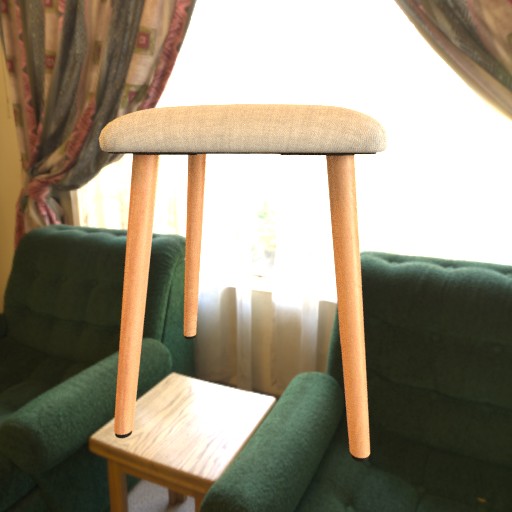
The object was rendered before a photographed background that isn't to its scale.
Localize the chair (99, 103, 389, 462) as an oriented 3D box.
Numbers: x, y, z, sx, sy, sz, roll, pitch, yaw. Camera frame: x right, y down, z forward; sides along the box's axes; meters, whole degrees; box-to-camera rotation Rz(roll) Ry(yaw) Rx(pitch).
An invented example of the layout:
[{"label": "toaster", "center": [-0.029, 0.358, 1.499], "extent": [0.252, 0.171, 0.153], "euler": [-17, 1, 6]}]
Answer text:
[{"label": "chair", "center": [0.000, 0.000, 0.690], "extent": [0.350, 0.440, 0.350], "euler": [2, 14, 8]}]
